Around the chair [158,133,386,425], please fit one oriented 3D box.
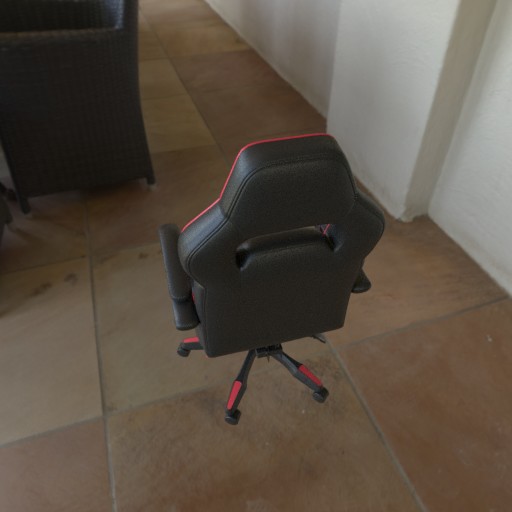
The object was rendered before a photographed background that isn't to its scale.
[{"bbox_3d":[0.000,0.000,1.634,0.700,1.220,0.700,-11,43,-11],"label":"chair"}]
